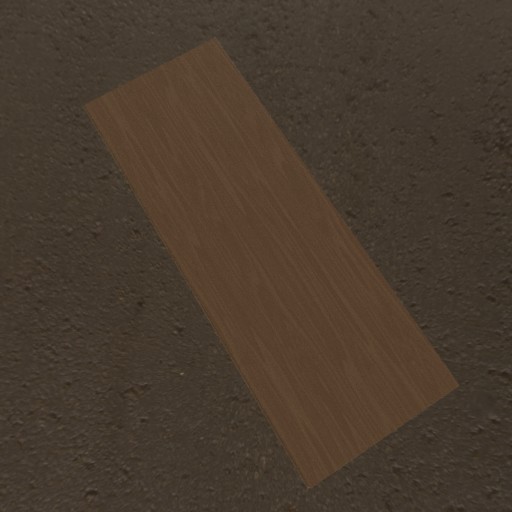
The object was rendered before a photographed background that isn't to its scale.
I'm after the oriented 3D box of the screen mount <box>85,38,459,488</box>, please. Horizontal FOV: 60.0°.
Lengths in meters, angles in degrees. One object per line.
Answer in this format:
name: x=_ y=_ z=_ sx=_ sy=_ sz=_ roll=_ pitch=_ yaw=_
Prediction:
screen mount: x=0.000 y=0.000 z=1.291 sx=0.406 sy=0.432 sz=1.084 roll=-31 pitch=78 yaw=-7
